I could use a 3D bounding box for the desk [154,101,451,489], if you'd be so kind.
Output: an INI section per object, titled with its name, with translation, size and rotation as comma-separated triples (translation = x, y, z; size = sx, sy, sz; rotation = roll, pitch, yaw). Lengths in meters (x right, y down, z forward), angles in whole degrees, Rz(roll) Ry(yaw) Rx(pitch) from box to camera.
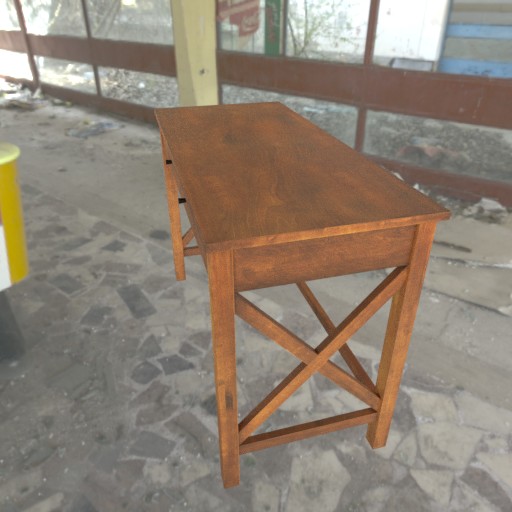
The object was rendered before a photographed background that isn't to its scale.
[desk]
translation = 0.000, 0.000, 1.493
size = 0.508, 0.762, 1.117
rotation = -8, 31, -13
